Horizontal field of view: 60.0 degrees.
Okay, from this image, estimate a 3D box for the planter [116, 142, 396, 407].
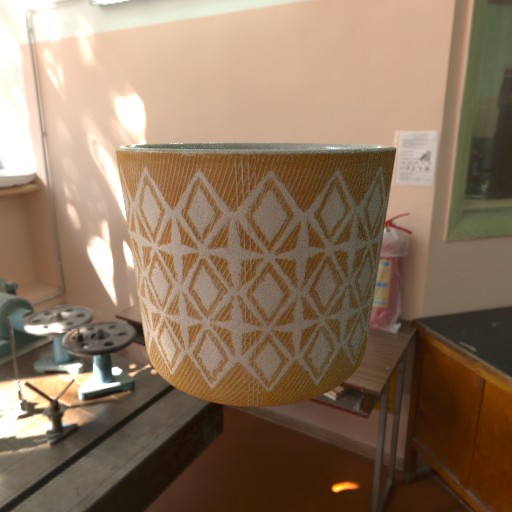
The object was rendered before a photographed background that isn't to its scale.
[{"bbox_3d":[0.000,0.000,0.340,0.193,0.165,0.193,0,15,0],"label":"planter"}]
